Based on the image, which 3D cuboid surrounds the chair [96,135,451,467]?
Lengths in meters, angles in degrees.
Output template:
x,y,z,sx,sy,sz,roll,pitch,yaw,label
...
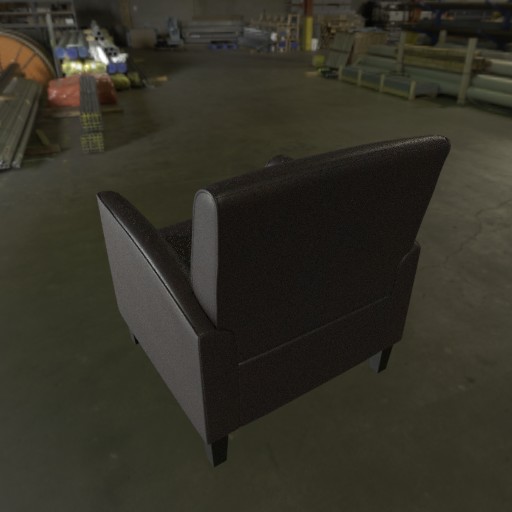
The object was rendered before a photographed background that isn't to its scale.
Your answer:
x,y,z,sx,sy,sz,roll,pitch,yaw,label
0.000,0.000,1.530,0.820,0.916,0.819,-18,35,-29,chair
